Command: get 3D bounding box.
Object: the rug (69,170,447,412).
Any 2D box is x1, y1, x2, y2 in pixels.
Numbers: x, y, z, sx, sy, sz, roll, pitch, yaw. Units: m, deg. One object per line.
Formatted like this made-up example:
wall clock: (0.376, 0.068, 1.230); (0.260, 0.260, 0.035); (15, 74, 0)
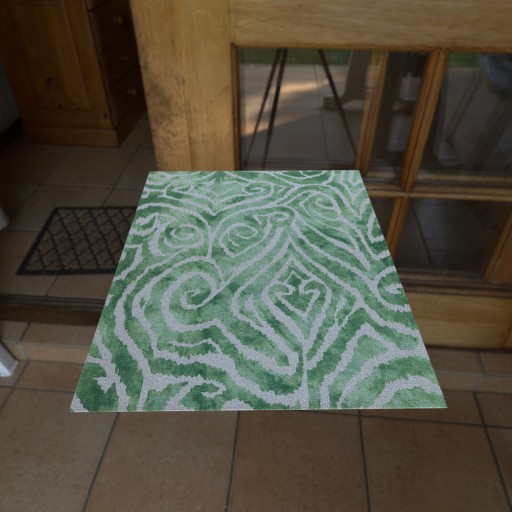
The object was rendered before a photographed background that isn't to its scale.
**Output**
rug: (0.000, 0.000, 4.008); (2.436, 0.007, 3.045); (0, 40, -1)
